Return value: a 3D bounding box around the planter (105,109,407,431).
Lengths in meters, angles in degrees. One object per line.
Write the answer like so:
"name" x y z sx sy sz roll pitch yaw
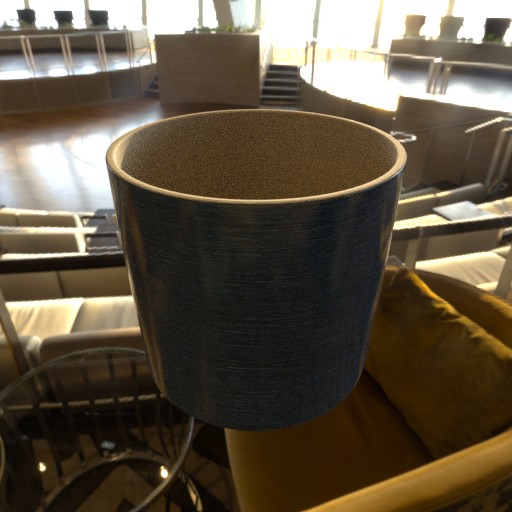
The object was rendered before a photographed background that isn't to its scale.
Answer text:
"planter" 0.000 0.000 0.390 0.221 0.201 0.221 0 31 0
